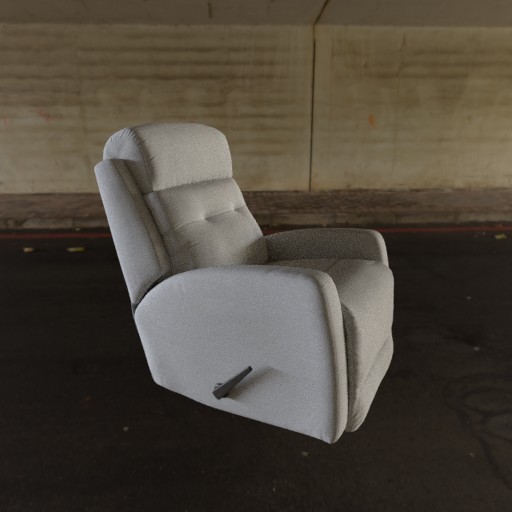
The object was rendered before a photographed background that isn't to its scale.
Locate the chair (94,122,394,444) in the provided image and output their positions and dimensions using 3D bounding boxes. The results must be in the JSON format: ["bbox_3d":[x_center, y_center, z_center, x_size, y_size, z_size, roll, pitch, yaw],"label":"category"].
[{"bbox_3d":[0.000,0.000,1.750,1.043,1.013,0.798,9,18,27],"label":"chair"}]
